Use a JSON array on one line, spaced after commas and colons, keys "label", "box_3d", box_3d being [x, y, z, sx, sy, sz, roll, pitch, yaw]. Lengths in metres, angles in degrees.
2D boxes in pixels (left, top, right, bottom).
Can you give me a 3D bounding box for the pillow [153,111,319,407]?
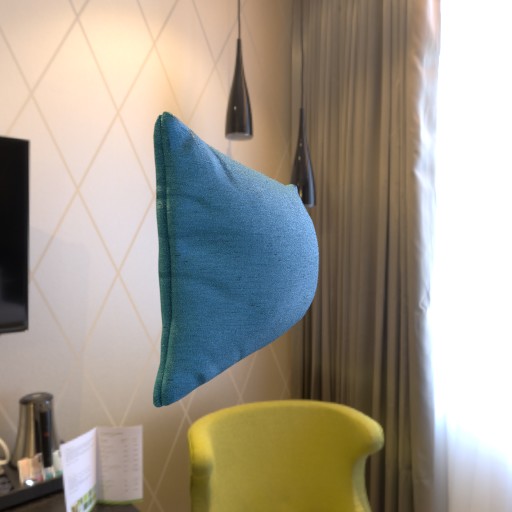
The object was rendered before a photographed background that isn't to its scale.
[{"label": "pillow", "box_3d": [0.000, 0.000, 0.795, 0.210, 0.338, 0.633, 0, 1, 18]}]
